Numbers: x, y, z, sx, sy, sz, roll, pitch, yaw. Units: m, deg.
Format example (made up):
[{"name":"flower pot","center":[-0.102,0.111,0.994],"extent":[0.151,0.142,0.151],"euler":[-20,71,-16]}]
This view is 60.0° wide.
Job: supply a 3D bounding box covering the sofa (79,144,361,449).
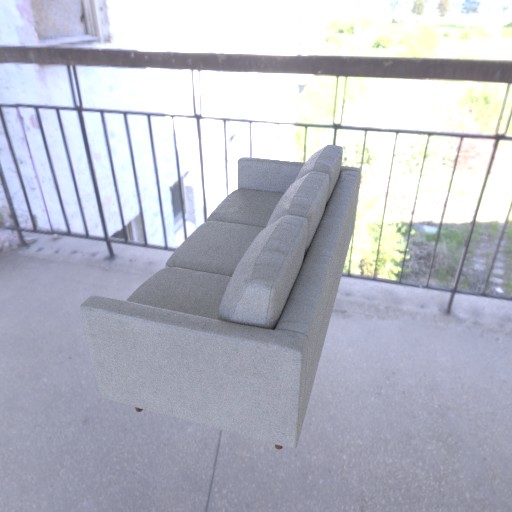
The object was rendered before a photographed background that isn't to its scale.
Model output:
[{"name":"sofa","center":[0.000,0.000,2.559],"extent":[0.944,0.918,1.983],"euler":[9,31,15]}]
